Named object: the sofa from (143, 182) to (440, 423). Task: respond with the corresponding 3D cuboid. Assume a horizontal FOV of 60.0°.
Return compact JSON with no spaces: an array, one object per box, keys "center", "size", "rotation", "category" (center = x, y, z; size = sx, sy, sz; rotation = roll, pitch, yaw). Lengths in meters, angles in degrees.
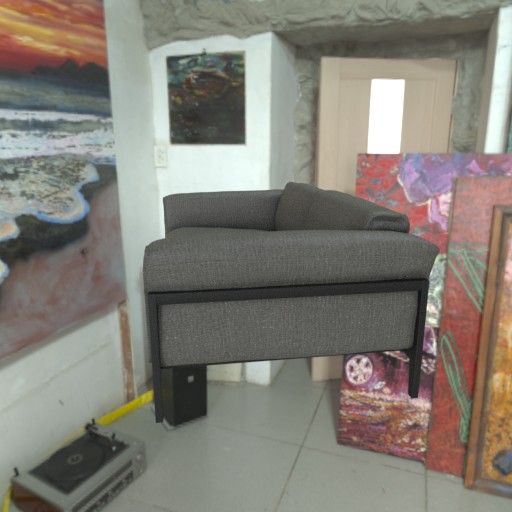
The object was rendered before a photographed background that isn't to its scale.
[{"center":[0.000,0.000,2.216],"size":[0.960,0.656,1.690],"rotation":[-2,14,-9],"category":"sofa"}]
